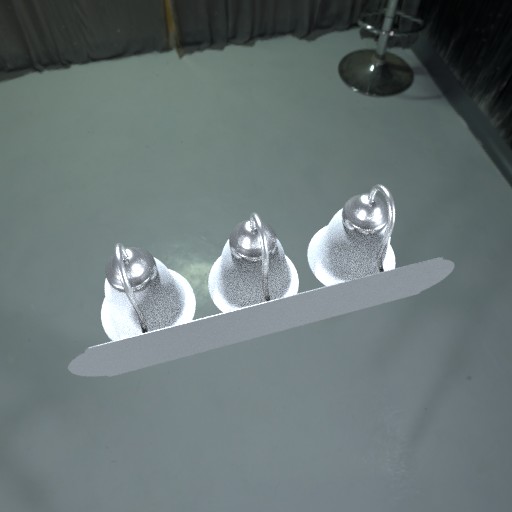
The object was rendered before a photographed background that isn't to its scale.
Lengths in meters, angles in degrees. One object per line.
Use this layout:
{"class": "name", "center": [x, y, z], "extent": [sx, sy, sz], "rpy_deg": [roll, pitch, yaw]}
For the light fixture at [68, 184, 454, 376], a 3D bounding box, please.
{"class": "light fixture", "center": [0.000, 0.000, 0.708], "extent": [0.610, 0.222, 0.199], "rpy_deg": [-14, 59, -8]}
